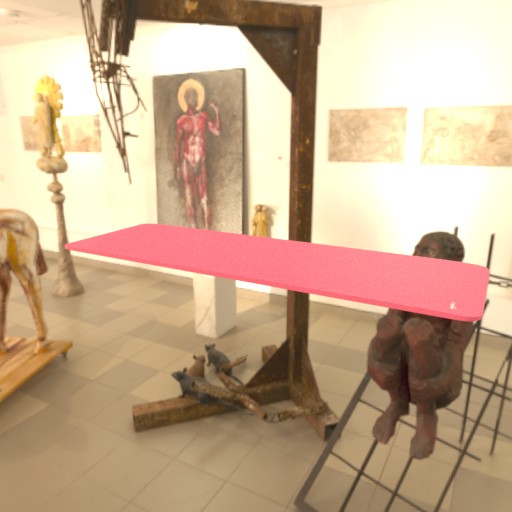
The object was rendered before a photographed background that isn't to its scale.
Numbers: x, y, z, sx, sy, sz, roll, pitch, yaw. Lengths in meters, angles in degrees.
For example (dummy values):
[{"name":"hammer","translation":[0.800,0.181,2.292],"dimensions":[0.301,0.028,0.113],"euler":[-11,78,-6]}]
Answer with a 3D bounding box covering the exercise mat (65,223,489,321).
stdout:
[{"name":"exercise mat","translation":[0.000,0.000,2.018],"dimensions":[1.884,0.021,0.616],"euler":[8,18,27]}]
